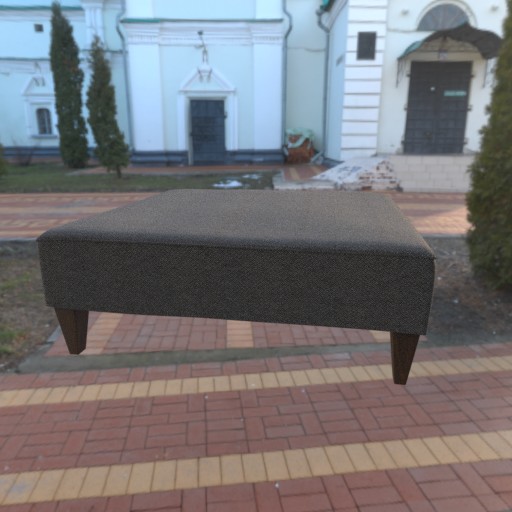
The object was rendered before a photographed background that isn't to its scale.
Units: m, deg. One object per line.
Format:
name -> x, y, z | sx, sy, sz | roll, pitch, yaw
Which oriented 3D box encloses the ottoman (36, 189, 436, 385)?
ottoman -> 0.000, 0.000, 1.531 | 0.981, 0.378, 0.970 | 3, 16, 10
